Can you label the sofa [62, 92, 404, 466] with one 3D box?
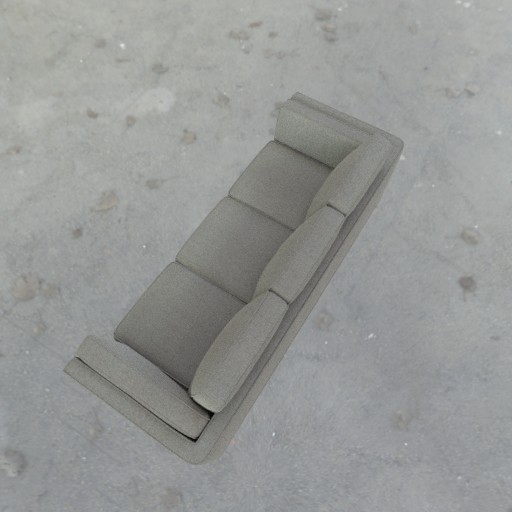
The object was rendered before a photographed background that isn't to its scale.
[{"bbox_3d":[0.000,0.000,2.795,0.903,0.899,2.362,30,66,14],"label":"sofa"}]
